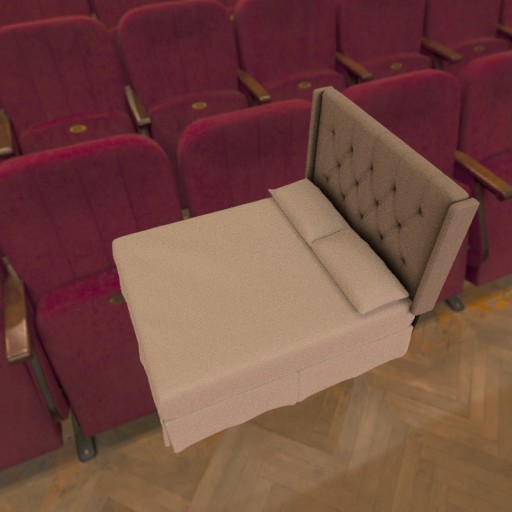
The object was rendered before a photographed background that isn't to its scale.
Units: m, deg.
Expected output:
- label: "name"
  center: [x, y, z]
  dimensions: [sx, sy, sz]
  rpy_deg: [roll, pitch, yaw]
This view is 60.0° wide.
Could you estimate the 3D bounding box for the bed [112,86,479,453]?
- label: "bed"
  center: [0.000, 0.000, 3.378]
  dimensions: [2.066, 1.665, 1.719]
  rpy_deg: [-17, 47, -16]
